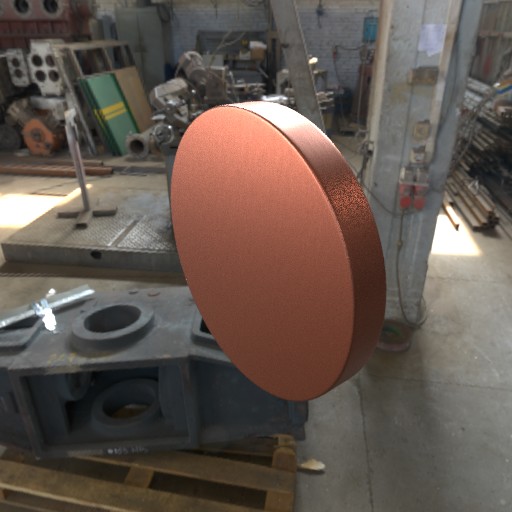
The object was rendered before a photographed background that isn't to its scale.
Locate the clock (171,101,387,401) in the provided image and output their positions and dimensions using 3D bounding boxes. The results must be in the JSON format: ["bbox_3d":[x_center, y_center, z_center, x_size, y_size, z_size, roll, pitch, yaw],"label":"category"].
[{"bbox_3d":[0.000,0.000,0.479,0.040,0.313,0.313,-19,33,-32],"label":"clock"}]
